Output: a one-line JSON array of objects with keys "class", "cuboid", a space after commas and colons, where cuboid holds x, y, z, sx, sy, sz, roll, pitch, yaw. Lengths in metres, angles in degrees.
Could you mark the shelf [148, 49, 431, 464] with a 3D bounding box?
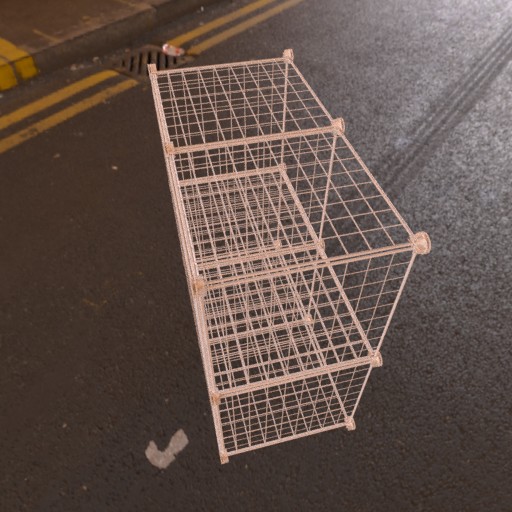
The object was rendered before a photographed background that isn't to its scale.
[{"class": "shelf", "cuboid": [0.000, 0.000, 1.113, 0.356, 0.711, 0.711, -11, 48, -10]}]
